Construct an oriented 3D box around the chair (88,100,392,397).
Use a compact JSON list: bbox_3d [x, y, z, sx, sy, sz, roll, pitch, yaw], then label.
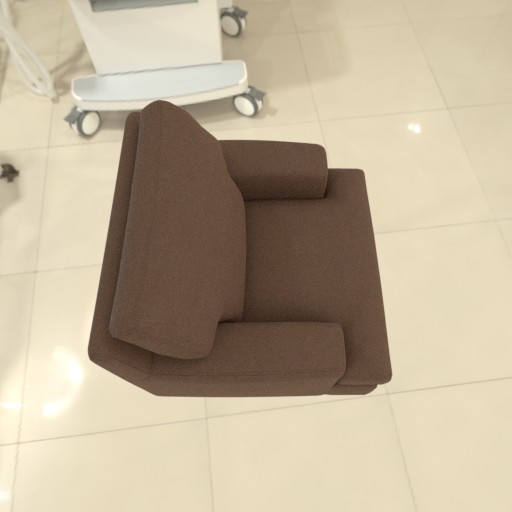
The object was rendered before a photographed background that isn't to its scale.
[{"bbox_3d":[0.000,0.000,2.003,1.143,0.940,1.168,0,64,0],"label":"chair"}]
